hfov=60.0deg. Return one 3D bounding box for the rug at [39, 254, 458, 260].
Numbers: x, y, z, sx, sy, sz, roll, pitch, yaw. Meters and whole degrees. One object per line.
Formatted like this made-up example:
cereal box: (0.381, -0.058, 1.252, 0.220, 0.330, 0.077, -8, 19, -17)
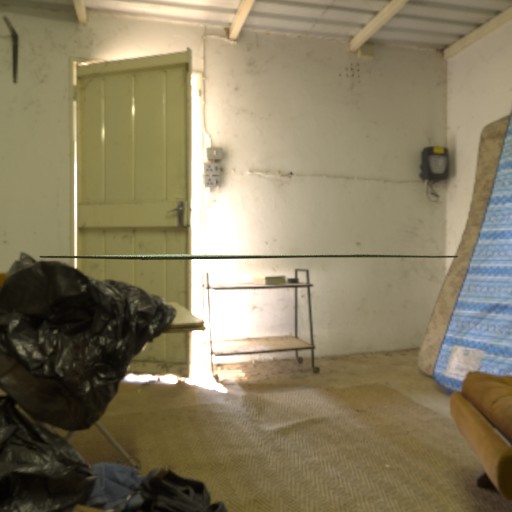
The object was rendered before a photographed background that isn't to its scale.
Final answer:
rug: (0.000, 0.000, 5.206, 4.078, 0.052, 2.802, 0, 0, -39)
